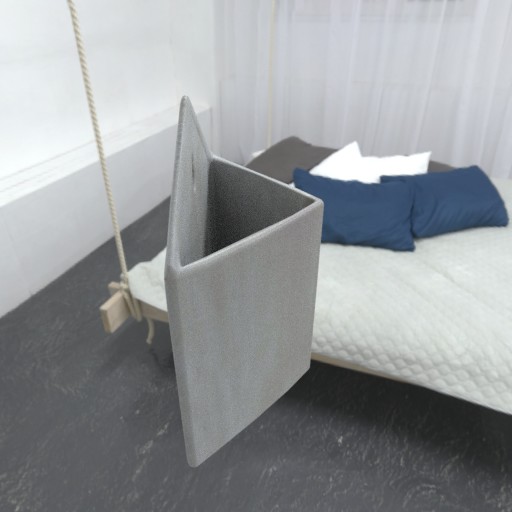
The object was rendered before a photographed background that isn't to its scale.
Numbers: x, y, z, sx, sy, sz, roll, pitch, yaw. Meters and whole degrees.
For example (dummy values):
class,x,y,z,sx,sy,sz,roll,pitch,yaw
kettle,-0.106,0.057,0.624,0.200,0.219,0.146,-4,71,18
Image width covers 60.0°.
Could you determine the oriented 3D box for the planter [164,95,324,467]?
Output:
class,x,y,z,sx,sy,sz,roll,pitch,yaw
planter,0.000,0.000,0.279,0.080,0.194,0.163,0,32,1
